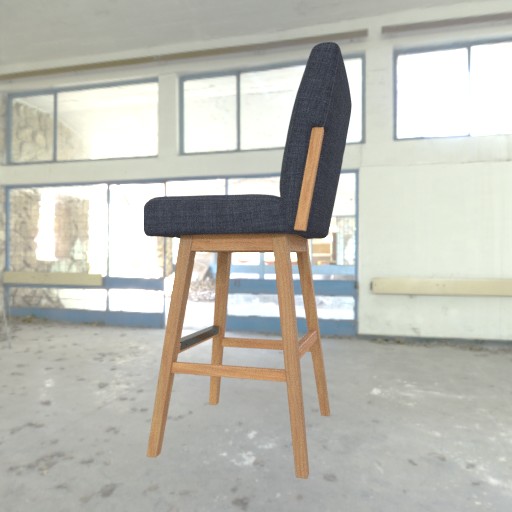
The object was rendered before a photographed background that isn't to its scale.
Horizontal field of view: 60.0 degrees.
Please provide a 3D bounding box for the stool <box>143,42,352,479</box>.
[{"bbox_3d":[0.000,0.000,1.390,0.570,1.112,0.483,0,0,16],"label":"stool"}]
